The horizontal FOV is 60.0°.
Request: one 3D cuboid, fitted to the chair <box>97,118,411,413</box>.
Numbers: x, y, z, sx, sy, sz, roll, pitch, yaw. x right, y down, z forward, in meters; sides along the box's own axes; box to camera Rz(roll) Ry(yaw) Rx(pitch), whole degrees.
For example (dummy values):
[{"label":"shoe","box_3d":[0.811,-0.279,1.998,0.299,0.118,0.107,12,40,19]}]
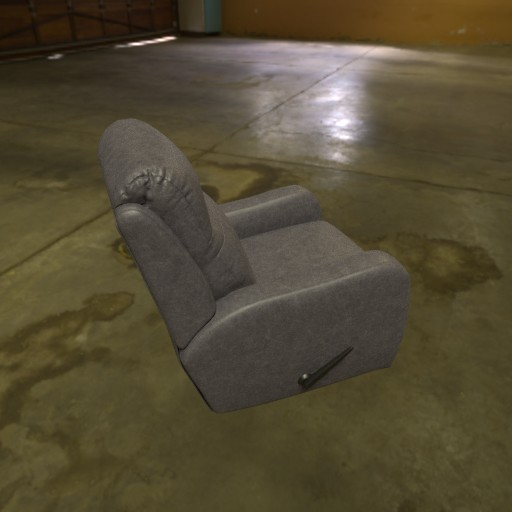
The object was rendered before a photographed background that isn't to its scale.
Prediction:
[{"label":"chair","box_3d":[0.000,0.000,1.825,1.067,1.067,0.865,-12,33,-18]}]
